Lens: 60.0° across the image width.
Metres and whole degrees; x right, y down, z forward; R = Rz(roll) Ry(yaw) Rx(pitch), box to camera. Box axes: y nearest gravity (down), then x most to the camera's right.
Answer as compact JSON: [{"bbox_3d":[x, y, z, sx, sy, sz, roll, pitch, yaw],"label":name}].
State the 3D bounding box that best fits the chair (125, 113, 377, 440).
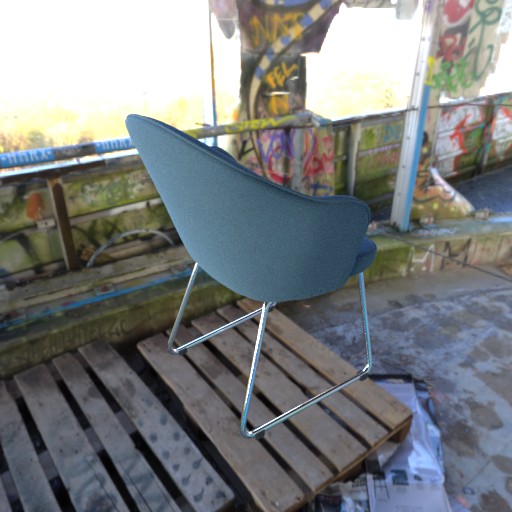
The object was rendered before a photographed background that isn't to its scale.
[{"bbox_3d":[0.000,0.000,1.232,0.585,0.815,0.570,-19,33,-32],"label":"chair"}]
